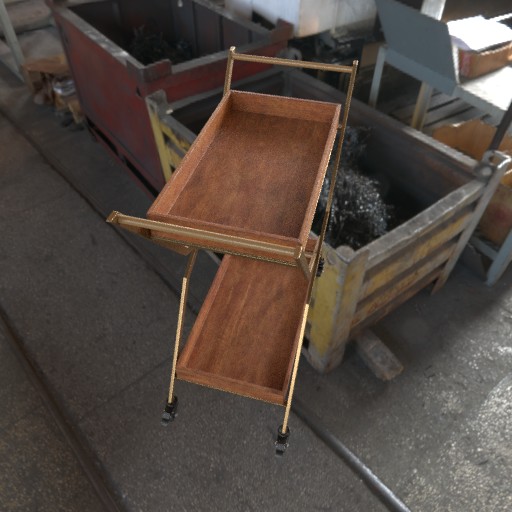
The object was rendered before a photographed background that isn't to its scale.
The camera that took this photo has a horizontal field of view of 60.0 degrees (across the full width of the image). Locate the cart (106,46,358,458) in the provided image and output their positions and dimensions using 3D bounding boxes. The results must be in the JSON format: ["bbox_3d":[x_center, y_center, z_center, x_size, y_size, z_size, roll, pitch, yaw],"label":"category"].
[{"bbox_3d":[0.000,0.000,1.335,0.405,0.869,0.836,11,48,10],"label":"cart"}]
